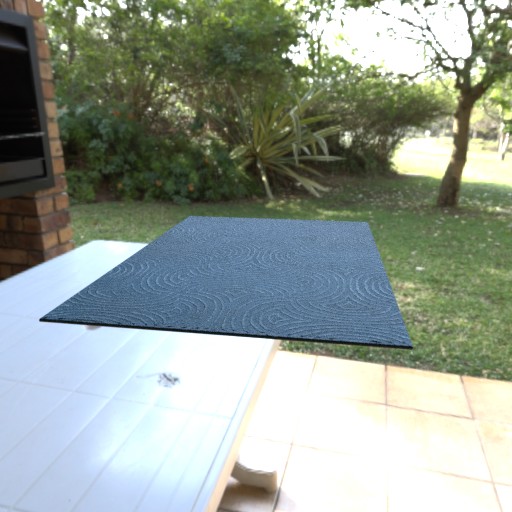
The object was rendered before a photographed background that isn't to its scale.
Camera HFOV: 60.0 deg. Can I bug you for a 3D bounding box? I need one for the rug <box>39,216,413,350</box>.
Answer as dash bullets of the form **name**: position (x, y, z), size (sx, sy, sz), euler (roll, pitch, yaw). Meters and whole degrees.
- **rug**: position (0.000, 0.000, 2.794), size (1.543, 0.015, 2.144), euler (3, 17, 9)
